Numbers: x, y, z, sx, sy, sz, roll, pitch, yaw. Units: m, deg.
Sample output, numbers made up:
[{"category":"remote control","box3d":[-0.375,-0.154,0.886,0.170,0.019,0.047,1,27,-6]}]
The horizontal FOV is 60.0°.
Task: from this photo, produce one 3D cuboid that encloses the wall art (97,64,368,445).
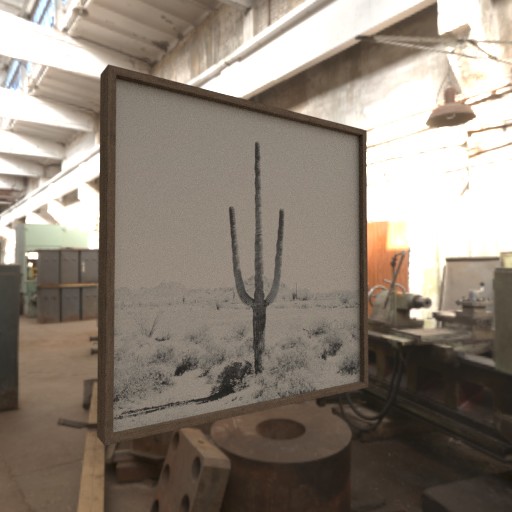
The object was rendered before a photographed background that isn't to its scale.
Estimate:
[{"category":"wall art","box3d":[0.000,0.000,0.749,0.508,0.508,0.038,1,-2,-34]}]
